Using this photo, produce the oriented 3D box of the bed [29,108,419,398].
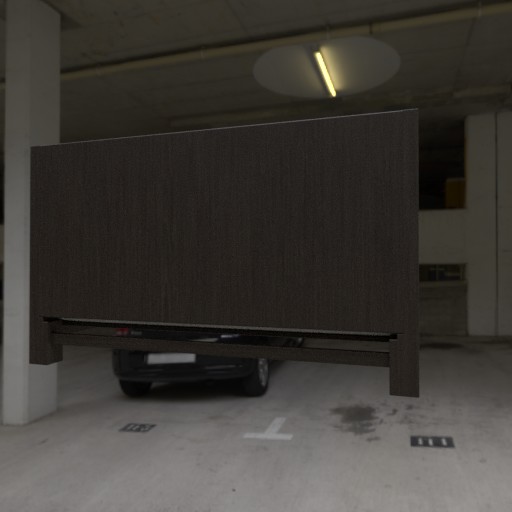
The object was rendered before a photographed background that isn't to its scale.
[{"bbox_3d":[0.000,0.000,3.224,2.134,1.270,2.012,0,-1,18],"label":"bed"}]
